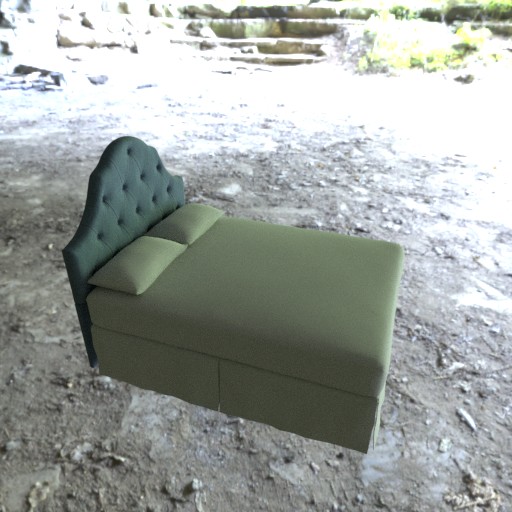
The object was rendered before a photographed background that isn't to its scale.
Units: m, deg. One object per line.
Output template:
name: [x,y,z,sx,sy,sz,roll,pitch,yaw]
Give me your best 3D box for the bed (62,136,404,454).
bed: [0.000,0.000,3.312,2.155,1.575,1.636,10,32,17]
